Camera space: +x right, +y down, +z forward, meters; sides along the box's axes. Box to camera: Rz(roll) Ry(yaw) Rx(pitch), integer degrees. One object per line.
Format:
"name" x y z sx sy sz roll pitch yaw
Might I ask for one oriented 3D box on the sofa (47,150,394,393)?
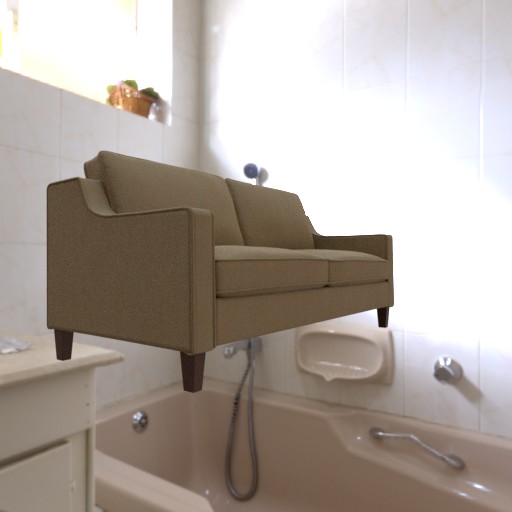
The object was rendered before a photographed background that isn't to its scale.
"sofa" 0.000 0.000 2.818 1.066 1.071 2.178 0 -1 36
